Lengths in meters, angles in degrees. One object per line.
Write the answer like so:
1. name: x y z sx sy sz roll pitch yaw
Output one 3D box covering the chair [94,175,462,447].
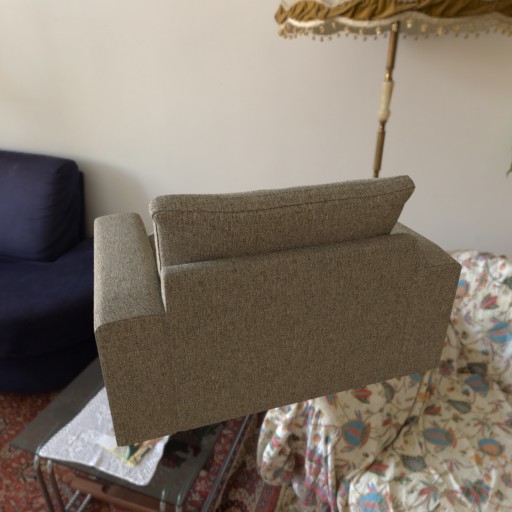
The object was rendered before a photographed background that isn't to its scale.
1. chair: 0.000 0.000 2.049 1.398 0.915 1.039 -8 28 -16
